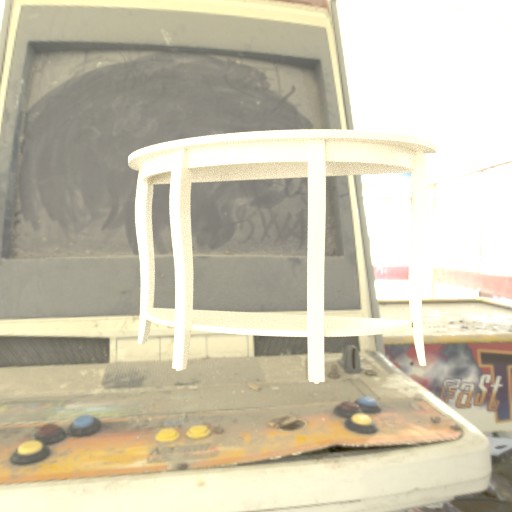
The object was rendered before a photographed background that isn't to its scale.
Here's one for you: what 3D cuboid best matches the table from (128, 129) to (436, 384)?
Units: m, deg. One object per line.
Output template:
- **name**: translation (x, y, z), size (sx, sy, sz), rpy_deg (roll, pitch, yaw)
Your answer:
- **table**: translation (0.000, 0.000, 1.582), size (1.219, 0.780, 0.394), rpy_deg (0, 1, 18)
